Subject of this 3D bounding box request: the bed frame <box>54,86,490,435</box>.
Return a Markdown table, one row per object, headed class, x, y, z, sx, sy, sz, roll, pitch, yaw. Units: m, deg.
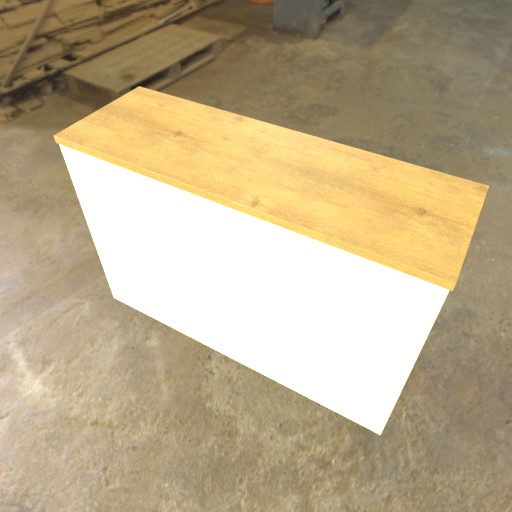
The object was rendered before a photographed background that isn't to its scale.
| class | x | y | z | sx | sy | sz | roll | pitch | yaw |
| --- | --- | --- | --- | --- | --- | --- | --- | --- | --- |
| bed frame | 0.000 | 0.000 | 1.669 | 1.300 | 0.850 | 0.430 | 22 | 49 | 21 |
